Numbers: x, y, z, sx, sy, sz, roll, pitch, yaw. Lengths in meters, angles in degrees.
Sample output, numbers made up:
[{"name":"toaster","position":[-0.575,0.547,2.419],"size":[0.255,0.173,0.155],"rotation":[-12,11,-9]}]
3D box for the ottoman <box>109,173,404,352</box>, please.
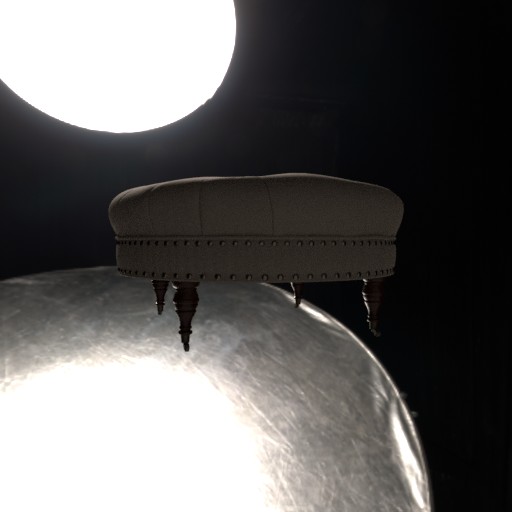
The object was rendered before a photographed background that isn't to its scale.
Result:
[{"name":"ottoman","position":[0.000,0.000,1.416],"size":[0.901,0.439,0.901],"rotation":[0,2,0]}]
